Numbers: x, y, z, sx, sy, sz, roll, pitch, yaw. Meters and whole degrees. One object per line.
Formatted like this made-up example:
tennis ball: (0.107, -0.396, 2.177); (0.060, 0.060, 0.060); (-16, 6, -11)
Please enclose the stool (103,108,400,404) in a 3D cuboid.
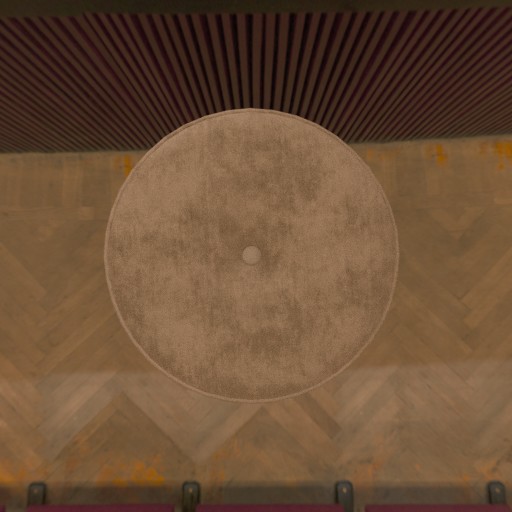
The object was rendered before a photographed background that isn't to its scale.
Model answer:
stool: (0.000, 0.000, 0.862); (0.423, 0.538, 0.457); (0, 89, 0)
